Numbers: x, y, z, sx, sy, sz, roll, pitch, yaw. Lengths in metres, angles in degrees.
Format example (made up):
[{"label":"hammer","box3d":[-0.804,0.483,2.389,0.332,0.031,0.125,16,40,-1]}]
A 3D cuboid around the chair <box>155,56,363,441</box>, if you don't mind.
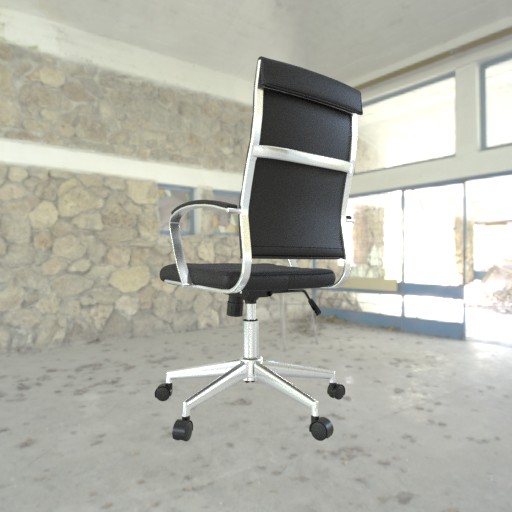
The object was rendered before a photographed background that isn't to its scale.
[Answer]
[{"label":"chair","box3d":[0.000,0.000,1.655,0.766,1.149,0.739,1,-1,-37]}]
